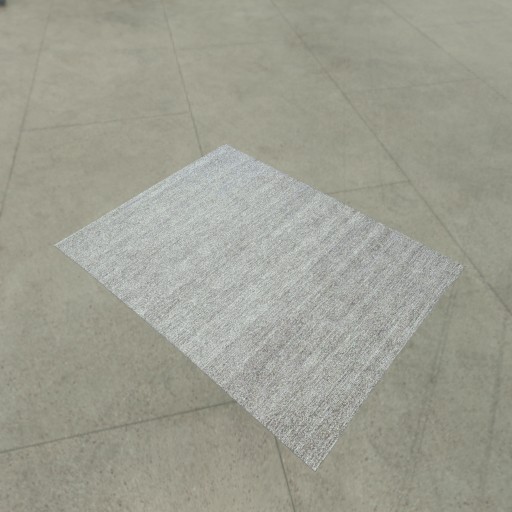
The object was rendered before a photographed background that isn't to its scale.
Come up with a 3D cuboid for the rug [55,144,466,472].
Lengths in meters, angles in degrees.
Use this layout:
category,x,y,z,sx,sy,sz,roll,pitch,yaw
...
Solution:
category,x,y,z,sx,sy,sz,roll,pitch,yaw
rug,0.000,0.000,4.291,3.202,0.045,2.434,33,55,27
